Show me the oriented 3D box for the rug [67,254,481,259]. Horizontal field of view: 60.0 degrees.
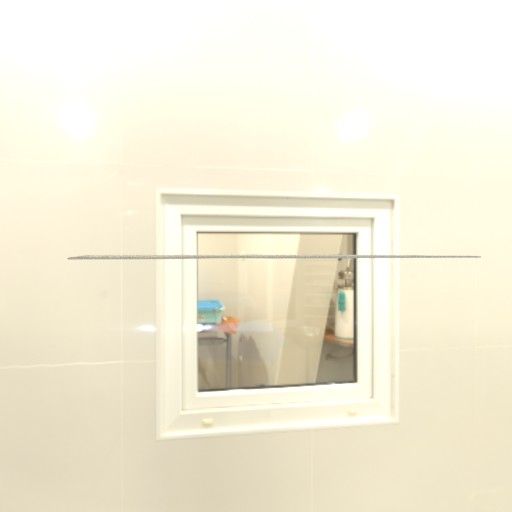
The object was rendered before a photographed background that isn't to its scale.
[{"bbox_3d":[0.000,0.000,4.508,3.359,0.020,2.448,0,0,-19],"label":"rug"}]
